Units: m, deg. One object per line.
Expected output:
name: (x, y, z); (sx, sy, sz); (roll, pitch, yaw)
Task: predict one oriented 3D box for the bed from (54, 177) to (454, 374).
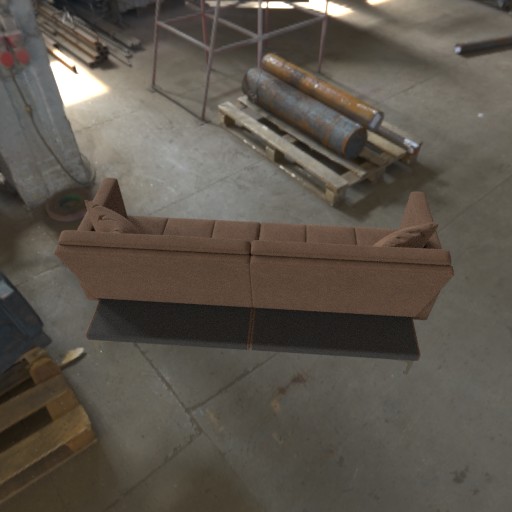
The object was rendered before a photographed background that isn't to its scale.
bed: (0.000, 0.000, 2.417); (1.905, 0.787, 0.889); (3, 46, 3)
